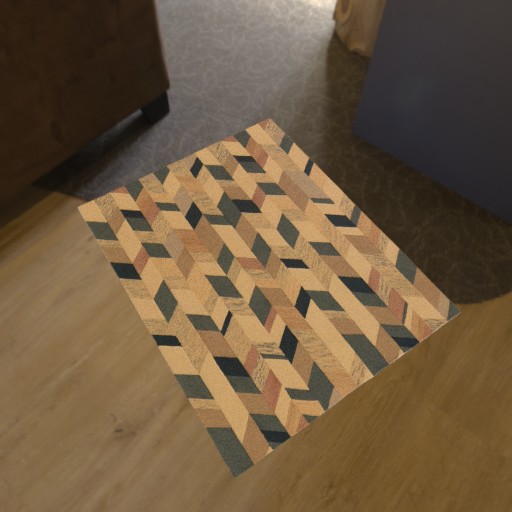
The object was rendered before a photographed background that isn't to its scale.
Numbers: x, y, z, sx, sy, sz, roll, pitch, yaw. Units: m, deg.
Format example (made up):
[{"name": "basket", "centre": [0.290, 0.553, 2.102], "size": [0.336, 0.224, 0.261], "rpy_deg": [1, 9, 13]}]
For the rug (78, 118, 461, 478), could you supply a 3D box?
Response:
[{"name": "rug", "centre": [0.000, 0.000, 4.319], "size": [2.451, 0.011, 3.072], "rpy_deg": [-30, 63, -17]}]
